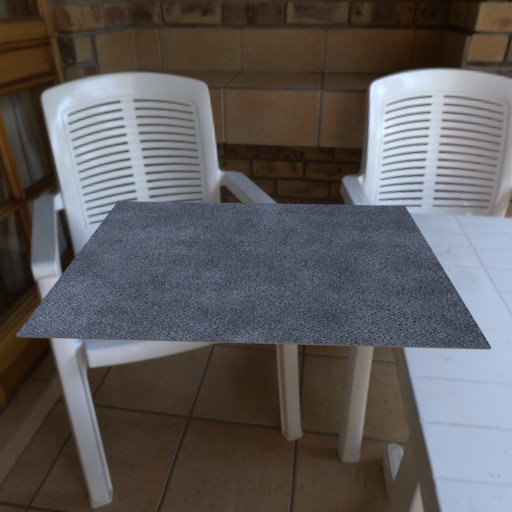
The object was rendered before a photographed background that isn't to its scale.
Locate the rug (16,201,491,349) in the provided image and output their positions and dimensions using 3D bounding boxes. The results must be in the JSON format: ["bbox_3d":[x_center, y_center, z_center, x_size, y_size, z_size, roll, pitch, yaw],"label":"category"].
[{"bbox_3d":[0.000,0.000,2.764,2.235,0.008,1.600,1,31,2],"label":"rug"}]
